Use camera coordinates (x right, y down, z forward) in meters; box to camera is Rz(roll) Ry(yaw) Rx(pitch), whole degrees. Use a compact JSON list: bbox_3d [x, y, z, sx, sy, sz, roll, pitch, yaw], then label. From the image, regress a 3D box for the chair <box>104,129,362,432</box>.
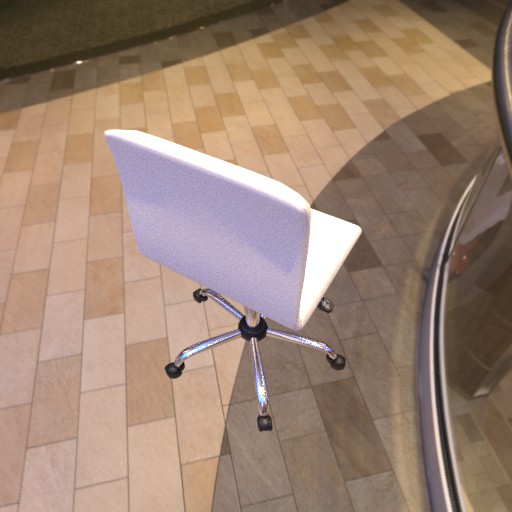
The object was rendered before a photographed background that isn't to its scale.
[{"bbox_3d":[0.000,0.000,1.039,0.520,0.750,0.455,24,51,21],"label":"chair"}]
